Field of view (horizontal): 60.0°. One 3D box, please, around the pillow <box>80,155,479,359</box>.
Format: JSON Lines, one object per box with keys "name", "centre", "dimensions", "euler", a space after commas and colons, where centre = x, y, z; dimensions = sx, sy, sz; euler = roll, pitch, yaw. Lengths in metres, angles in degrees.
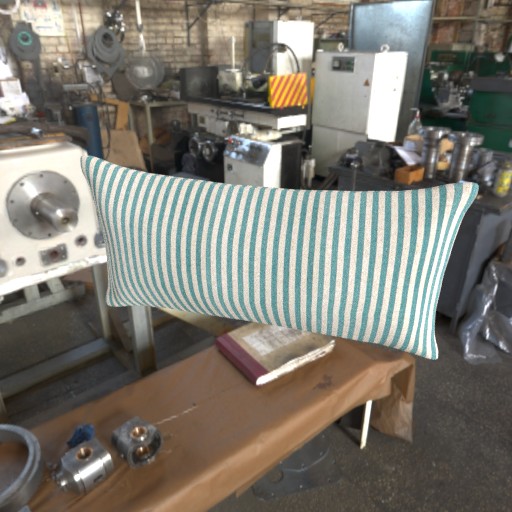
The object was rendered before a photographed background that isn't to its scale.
{"name": "pillow", "centre": [0.000, 0.000, 0.728], "dimensions": [0.617, 0.295, 0.151], "euler": [7, 26, 15]}
